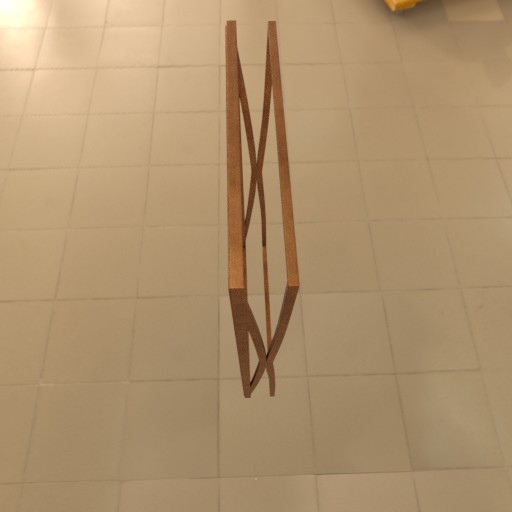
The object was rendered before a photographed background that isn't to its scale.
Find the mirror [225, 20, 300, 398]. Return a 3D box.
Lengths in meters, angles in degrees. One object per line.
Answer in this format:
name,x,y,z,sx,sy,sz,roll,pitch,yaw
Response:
mirror,0.000,0.000,0.953,0.082,0.768,0.468,-2,63,-1
